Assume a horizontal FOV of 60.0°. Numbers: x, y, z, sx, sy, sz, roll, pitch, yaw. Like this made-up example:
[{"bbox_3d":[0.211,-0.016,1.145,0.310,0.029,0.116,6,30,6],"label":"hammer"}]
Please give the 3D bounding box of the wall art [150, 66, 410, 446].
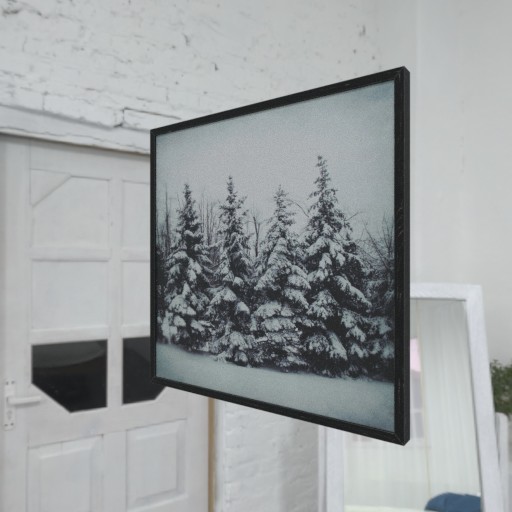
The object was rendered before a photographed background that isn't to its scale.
[{"bbox_3d":[0.000,0.000,1.125,0.761,0.761,0.037,0,0,36],"label":"wall art"}]
